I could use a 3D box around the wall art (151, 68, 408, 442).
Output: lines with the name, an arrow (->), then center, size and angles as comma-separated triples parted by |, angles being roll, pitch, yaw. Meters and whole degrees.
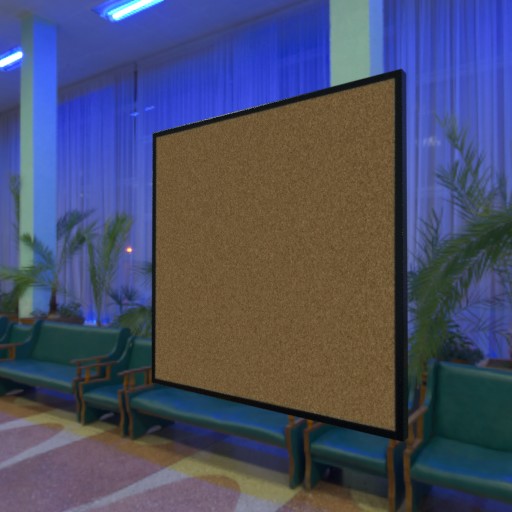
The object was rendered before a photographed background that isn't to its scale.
wall art -> 0.000, 0.000, 0.522 | 0.349, 0.349, 0.014 | -1, -1, 36
